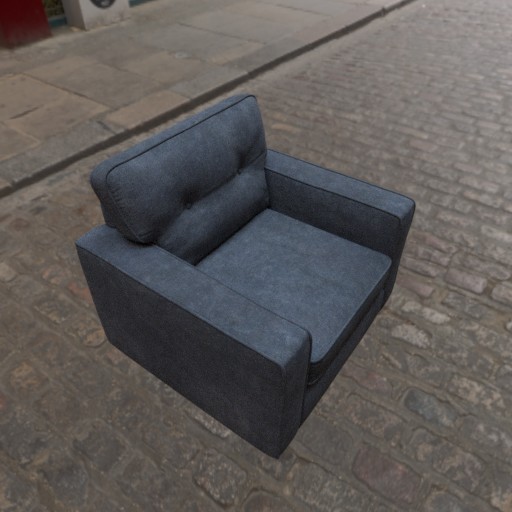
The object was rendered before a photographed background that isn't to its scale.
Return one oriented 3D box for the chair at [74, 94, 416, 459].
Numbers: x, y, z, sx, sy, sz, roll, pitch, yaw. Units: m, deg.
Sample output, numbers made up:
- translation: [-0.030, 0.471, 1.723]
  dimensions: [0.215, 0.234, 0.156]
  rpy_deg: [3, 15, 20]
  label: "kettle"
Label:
- translation: [0.000, 0.000, 1.801]
  dimensions: [0.939, 0.965, 1.015]
  rpy_deg: [26, 47, 26]
  label: "chair"
